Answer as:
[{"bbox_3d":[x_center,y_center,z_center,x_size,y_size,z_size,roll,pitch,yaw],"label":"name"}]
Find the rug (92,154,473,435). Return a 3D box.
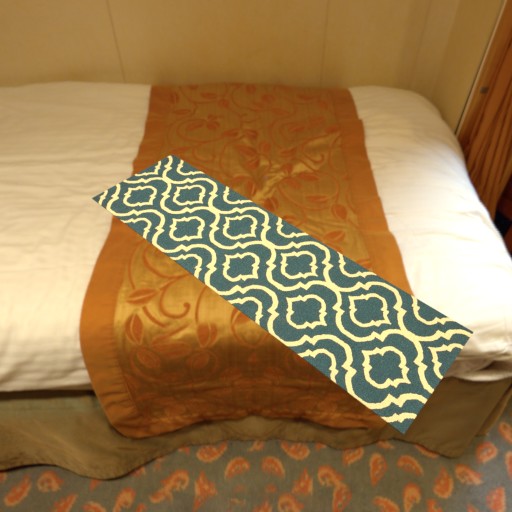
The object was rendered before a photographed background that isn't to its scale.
[{"bbox_3d":[0.000,0.000,2.557,2.296,0.006,0.685,34,55,28],"label":"rug"}]
